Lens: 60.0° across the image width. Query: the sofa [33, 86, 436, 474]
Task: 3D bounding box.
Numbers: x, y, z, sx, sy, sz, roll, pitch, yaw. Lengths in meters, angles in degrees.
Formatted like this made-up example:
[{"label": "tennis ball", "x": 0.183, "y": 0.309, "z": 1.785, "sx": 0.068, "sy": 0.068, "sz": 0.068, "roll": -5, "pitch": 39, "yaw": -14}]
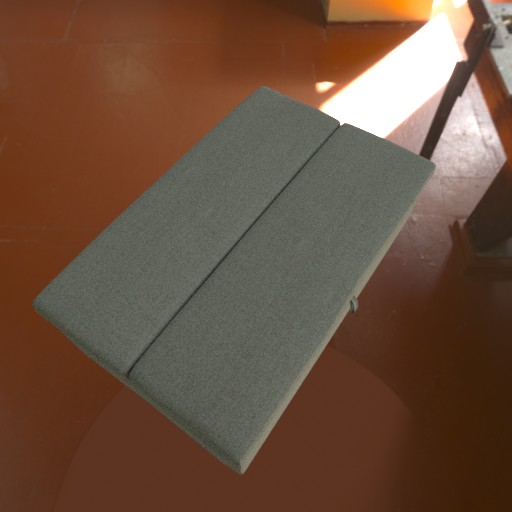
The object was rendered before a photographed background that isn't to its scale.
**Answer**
[{"label": "sofa", "x": 0.000, "y": 0.000, "z": 1.637, "sx": 0.817, "sy": 0.434, "sz": 1.250, "roll": 31, "pitch": 64, "yaw": 17}]
